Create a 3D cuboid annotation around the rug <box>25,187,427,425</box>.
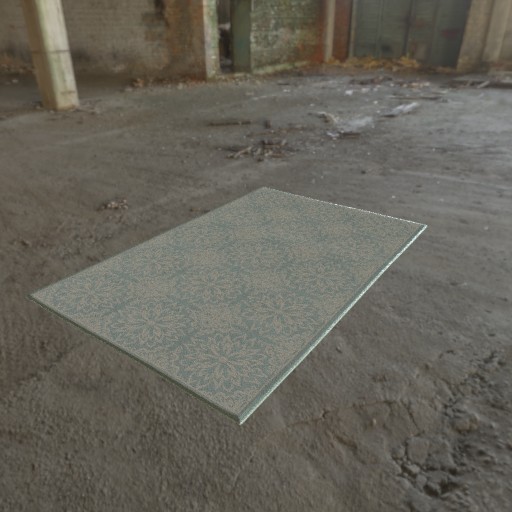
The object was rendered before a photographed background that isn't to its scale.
[{"bbox_3d":[0.000,0.000,2.321,1.219,0.012,1.840,19,33,31],"label":"rug"}]
